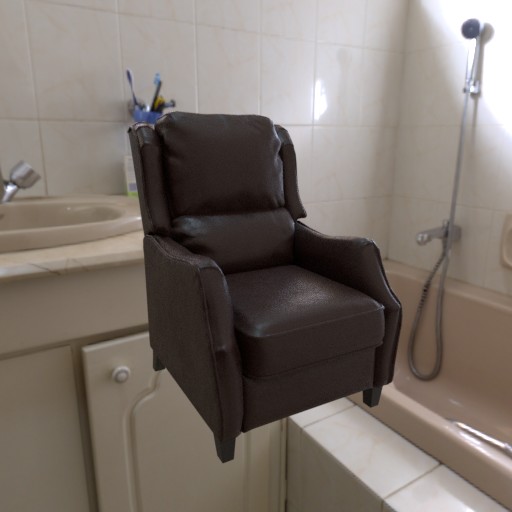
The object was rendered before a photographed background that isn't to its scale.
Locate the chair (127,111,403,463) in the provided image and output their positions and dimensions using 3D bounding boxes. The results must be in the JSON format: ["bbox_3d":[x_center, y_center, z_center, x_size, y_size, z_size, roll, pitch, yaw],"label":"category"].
[{"bbox_3d":[0.000,0.000,1.782,0.770,1.132,0.982,-8,17,-28],"label":"chair"}]
